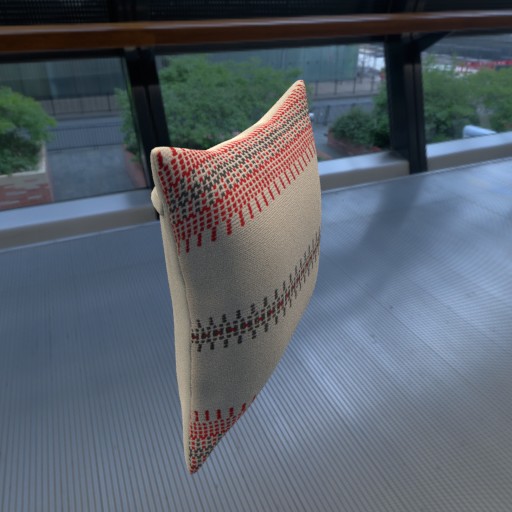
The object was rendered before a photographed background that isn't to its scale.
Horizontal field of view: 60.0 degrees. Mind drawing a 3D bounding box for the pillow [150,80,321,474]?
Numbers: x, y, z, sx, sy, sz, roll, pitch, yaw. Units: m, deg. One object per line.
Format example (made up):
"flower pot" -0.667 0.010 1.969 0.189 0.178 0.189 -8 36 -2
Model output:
"pillow" 0.000 0.000 0.686 0.160 0.454 0.463 11 31 19
